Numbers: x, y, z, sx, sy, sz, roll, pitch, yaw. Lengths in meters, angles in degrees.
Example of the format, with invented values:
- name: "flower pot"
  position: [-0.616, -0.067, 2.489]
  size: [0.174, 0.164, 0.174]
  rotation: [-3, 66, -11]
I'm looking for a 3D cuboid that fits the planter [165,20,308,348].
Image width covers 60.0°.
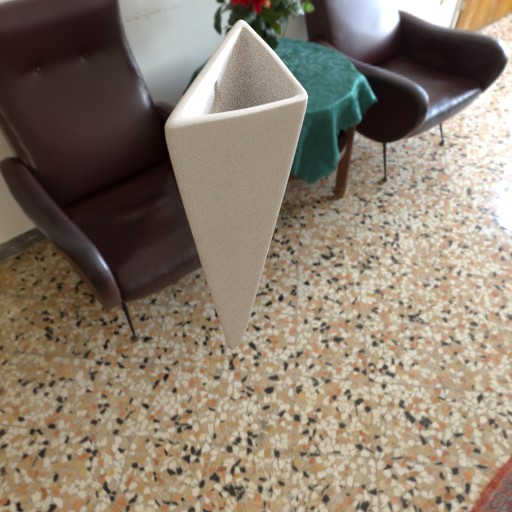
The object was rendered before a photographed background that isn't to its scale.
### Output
- name: "planter"
  position: [0.000, 0.000, 0.391]
  size: [0.065, 0.338, 0.143]
  rotation: [11, 50, 9]
